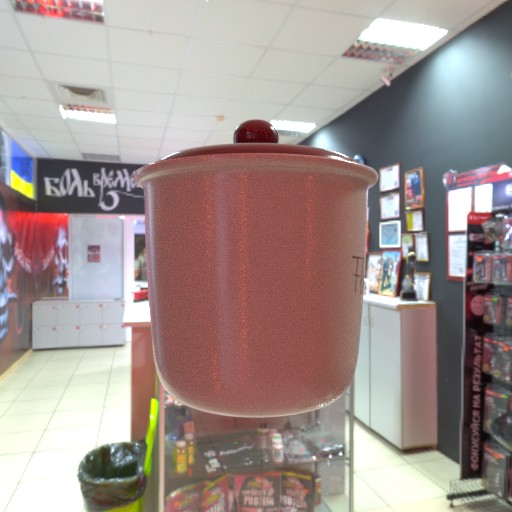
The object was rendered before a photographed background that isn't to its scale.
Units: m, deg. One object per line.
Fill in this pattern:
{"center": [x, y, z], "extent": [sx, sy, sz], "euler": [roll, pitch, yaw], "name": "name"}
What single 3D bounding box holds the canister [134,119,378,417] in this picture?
{"center": [0.000, 0.000, 0.342], "extent": [0.182, 0.208, 0.182], "euler": [0, 0, 0], "name": "canister"}
